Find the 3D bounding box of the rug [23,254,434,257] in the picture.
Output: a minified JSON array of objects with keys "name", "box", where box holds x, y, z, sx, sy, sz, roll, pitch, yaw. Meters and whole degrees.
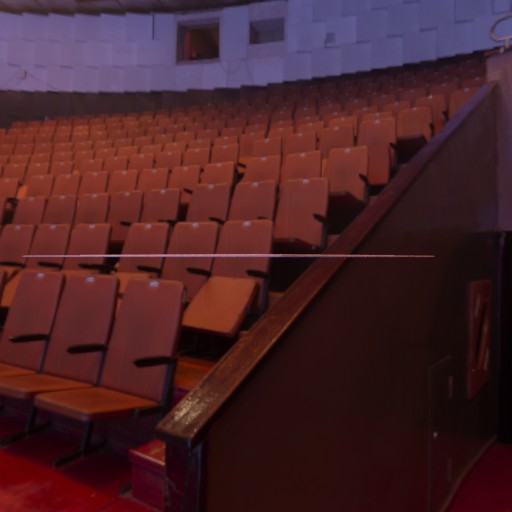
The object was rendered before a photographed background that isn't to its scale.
[{"name":"rug","box":[0.000,0.000,4.108,2.438,0.014,3.048,0,0,35]}]
